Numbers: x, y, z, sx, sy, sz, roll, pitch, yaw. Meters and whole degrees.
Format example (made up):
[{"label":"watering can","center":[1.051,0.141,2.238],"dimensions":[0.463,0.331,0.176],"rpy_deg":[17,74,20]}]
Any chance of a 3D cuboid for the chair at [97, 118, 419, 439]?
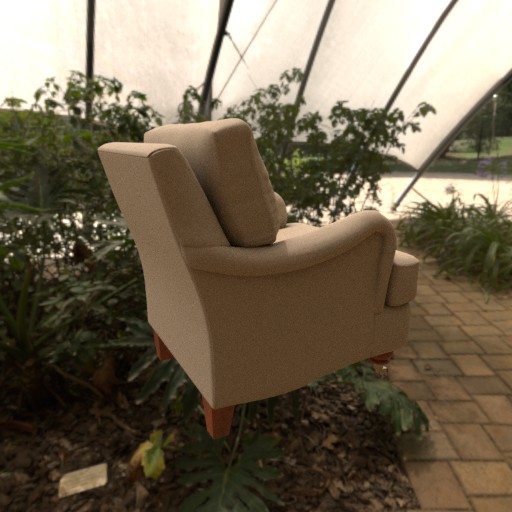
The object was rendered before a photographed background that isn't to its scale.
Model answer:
[{"label":"chair","center":[0.000,0.000,1.868],"dimensions":[1.078,1.076,0.895],"rpy_deg":[-8,17,-27]}]
